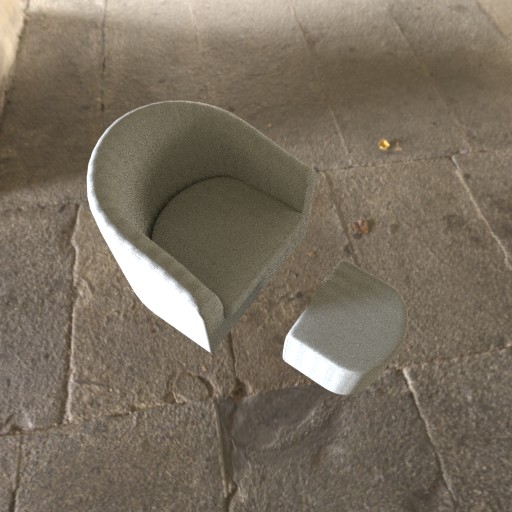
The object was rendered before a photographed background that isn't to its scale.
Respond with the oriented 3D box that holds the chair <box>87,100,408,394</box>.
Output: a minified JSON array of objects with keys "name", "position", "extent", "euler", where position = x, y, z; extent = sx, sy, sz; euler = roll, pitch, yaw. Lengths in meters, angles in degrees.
[{"name":"chair","position":[0.000,0.000,1.777],"extent":[1.288,0.757,0.756],"euler":[31,63,18]}]
